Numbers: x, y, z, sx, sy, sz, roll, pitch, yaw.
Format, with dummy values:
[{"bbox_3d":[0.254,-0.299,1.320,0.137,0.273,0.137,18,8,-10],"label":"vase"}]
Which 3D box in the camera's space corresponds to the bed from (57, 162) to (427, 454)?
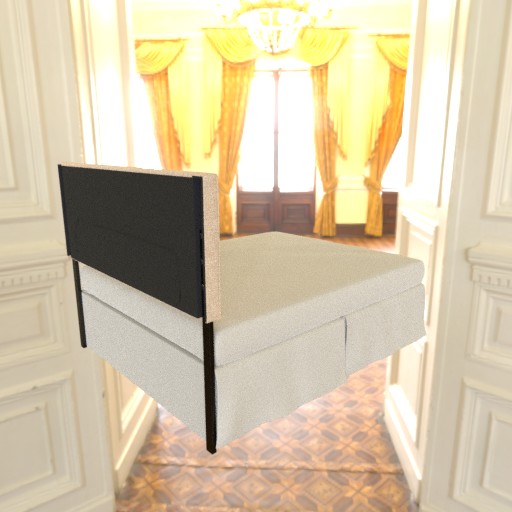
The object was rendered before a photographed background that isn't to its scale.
[{"bbox_3d":[0.000,0.000,3.049,1.978,1.270,1.643,-12,19,-41],"label":"bed"}]
